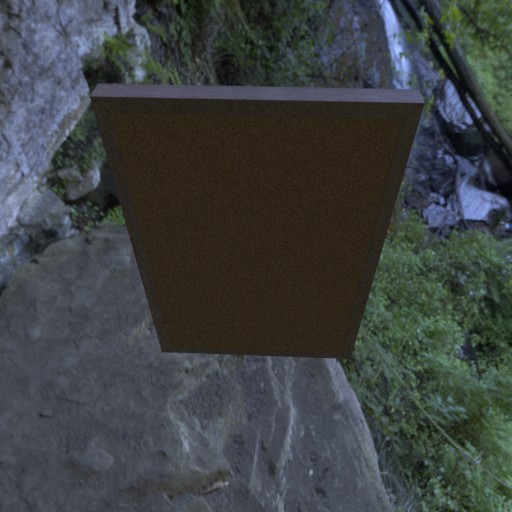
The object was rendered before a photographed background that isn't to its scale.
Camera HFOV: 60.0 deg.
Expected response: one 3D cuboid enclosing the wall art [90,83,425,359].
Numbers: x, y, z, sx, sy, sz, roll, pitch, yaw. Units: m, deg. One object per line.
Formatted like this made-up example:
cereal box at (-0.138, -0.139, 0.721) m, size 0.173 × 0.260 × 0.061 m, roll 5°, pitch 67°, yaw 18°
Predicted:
wall art at (0.000, 0.000, 0.663) m, size 0.356 × 0.509 × 0.031 m, roll 2°, pitch 46°, yaw 2°
